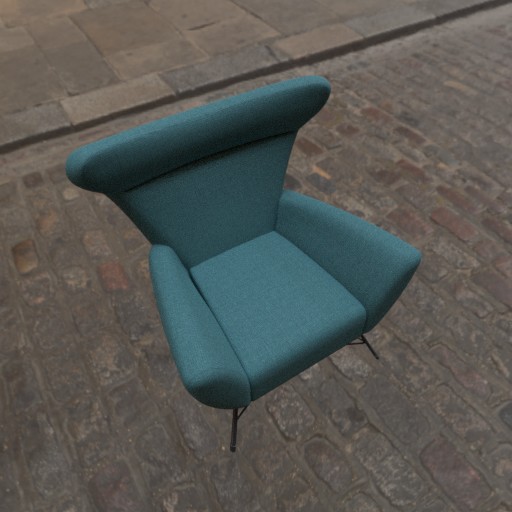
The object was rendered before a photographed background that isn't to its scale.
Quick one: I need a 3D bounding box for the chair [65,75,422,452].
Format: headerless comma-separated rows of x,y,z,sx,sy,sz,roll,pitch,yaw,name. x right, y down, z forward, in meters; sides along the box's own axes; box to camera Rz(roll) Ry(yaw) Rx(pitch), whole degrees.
0.000,0.000,1.744,1.050,0.980,0.900,-25,53,-21,chair
